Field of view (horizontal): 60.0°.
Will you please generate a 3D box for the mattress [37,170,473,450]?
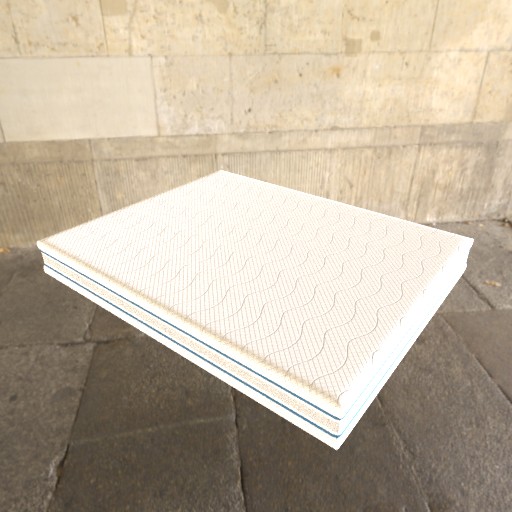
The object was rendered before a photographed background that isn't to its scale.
[{"bbox_3d":[0.000,0.000,2.640,2.000,0.230,1.600,21,36,32],"label":"mattress"}]
